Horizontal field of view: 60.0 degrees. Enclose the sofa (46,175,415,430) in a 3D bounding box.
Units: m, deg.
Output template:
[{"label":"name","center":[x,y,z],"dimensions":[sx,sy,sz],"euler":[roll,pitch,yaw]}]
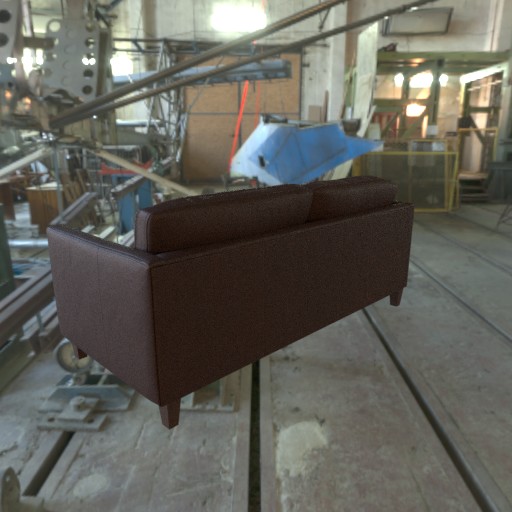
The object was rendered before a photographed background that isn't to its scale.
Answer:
[{"label":"sofa","center":[0.000,0.000,2.510],"dimensions":[0.923,0.863,1.971],"euler":[14,21,43]}]
